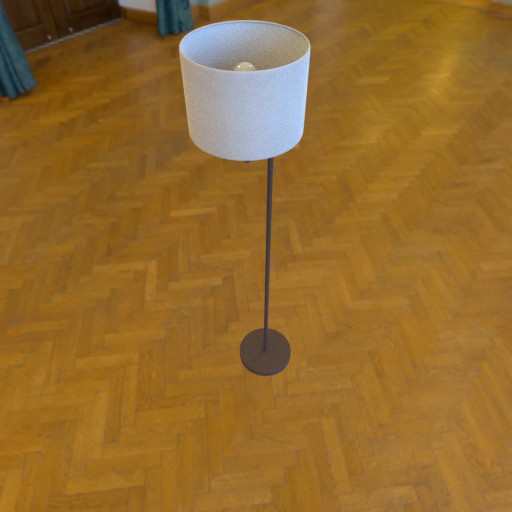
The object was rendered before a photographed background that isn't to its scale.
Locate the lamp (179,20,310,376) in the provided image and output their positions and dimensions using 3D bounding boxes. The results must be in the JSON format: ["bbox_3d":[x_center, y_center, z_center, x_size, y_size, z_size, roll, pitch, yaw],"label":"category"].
[{"bbox_3d":[0.000,0.000,1.699,0.324,1.600,0.416,29,53,25],"label":"lamp"}]
